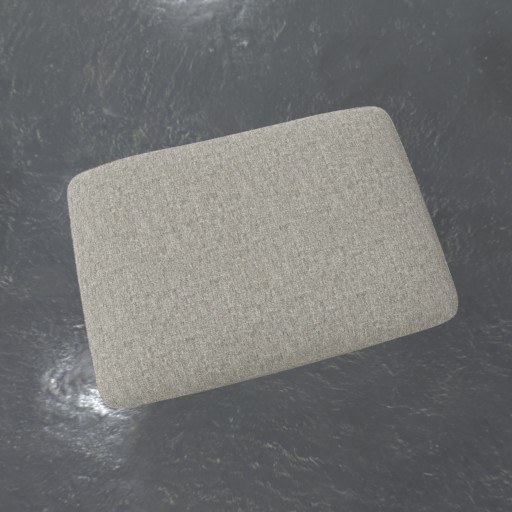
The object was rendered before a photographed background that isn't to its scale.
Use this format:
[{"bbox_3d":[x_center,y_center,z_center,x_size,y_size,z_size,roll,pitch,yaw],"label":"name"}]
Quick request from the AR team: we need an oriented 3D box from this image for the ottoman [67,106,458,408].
[{"bbox_3d":[0.000,0.000,1.347,0.977,0.451,0.694,-14,75,-4],"label":"ottoman"}]
